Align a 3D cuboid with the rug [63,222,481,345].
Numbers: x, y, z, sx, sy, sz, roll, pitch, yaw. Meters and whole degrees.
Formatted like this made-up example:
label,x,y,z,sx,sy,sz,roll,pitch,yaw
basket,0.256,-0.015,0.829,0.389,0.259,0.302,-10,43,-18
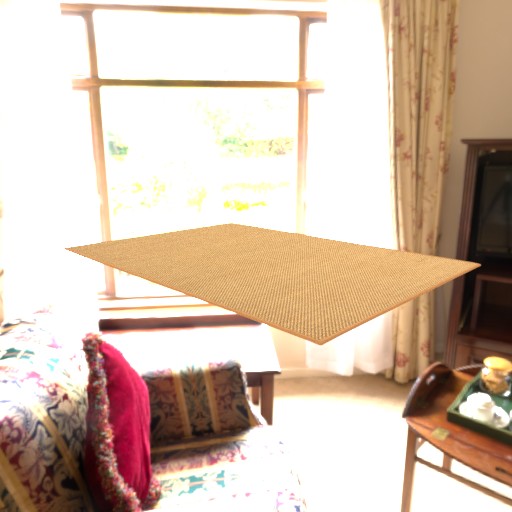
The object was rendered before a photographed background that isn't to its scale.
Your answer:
label,x,y,z,sx,sy,sz,roll,pitch,yaw
rug,0.000,0.000,2.746,2.134,0.013,1.524,13,19,43
